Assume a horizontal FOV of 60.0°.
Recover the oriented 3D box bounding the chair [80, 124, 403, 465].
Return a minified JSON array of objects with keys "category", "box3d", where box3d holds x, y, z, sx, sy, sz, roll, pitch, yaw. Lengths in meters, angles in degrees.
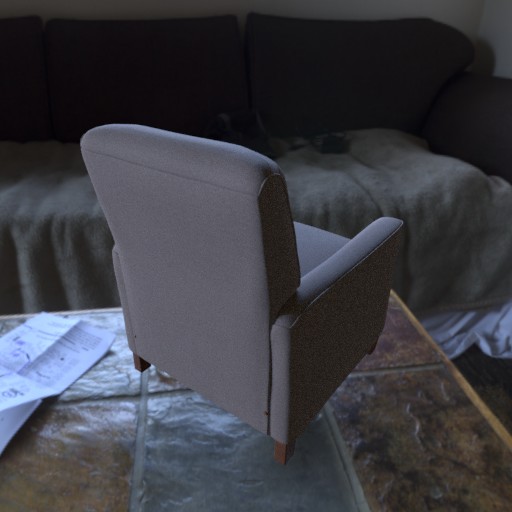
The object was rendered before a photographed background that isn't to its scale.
[{"category":"chair","box3d":[0.000,0.000,1.641,0.845,1.023,0.859,20,34,32]}]
